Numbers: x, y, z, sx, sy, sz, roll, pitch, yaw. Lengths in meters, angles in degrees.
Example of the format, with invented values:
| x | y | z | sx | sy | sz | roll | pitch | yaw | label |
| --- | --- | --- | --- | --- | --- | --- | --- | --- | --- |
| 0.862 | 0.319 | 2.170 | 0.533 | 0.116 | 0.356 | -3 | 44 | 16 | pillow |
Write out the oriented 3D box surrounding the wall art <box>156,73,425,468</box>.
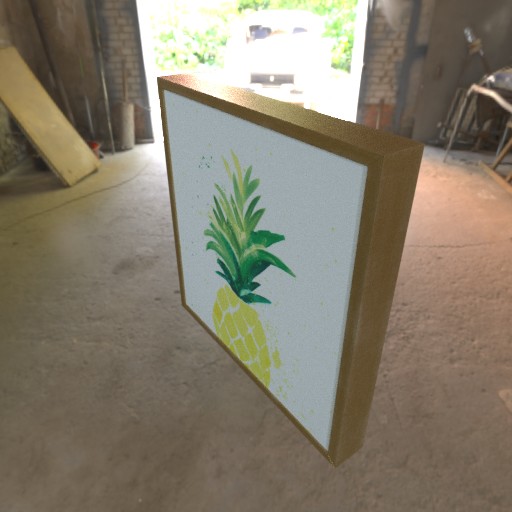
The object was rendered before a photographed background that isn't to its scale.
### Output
| x | y | z | sx | sy | sz | roll | pitch | yaw | label |
| --- | --- | --- | --- | --- | --- | --- | --- | --- | --- |
| 0.000 | 0.000 | 0.451 | 0.038 | 0.305 | 0.306 | -21 | 38 | -30 | wall art |
